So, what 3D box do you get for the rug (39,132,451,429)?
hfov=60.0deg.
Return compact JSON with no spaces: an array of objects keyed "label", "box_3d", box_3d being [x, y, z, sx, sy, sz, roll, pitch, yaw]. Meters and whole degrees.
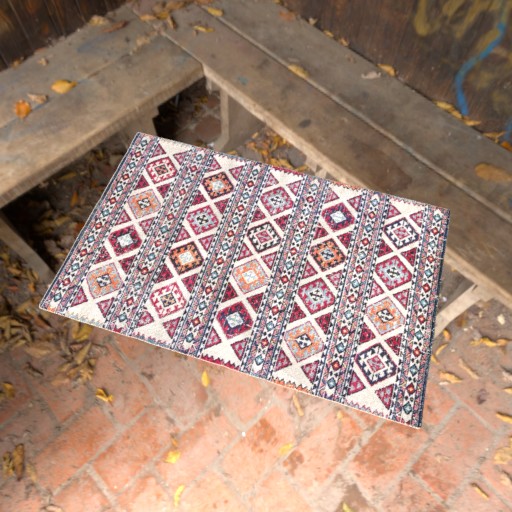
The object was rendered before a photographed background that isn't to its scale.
[{"label":"rug","box_3d":[0.000,0.000,2.996,2.440,0.010,1.545,16,64,8]}]
